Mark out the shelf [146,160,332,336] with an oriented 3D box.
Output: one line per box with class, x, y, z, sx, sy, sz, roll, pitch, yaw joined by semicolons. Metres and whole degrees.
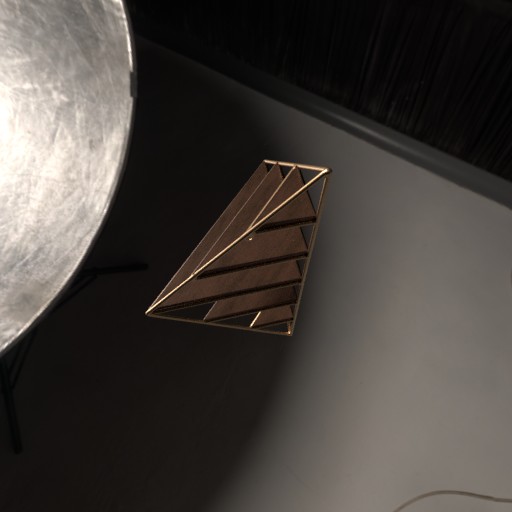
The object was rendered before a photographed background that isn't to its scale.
shelf;0.000;0.000;1.167;0.294;0.913;0.564;29;67;14
